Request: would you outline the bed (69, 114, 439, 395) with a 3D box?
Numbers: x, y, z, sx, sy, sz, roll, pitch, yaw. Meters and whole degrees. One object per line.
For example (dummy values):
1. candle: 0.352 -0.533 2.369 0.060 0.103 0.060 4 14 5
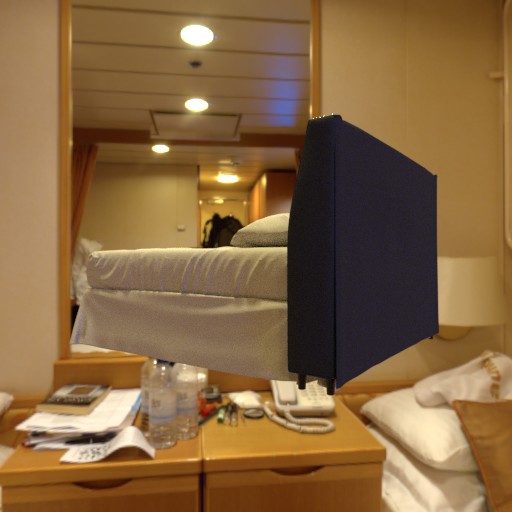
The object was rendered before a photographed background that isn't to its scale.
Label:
1. bed: 0.000 0.000 3.452 2.276 1.332 1.925 0 -1 36
